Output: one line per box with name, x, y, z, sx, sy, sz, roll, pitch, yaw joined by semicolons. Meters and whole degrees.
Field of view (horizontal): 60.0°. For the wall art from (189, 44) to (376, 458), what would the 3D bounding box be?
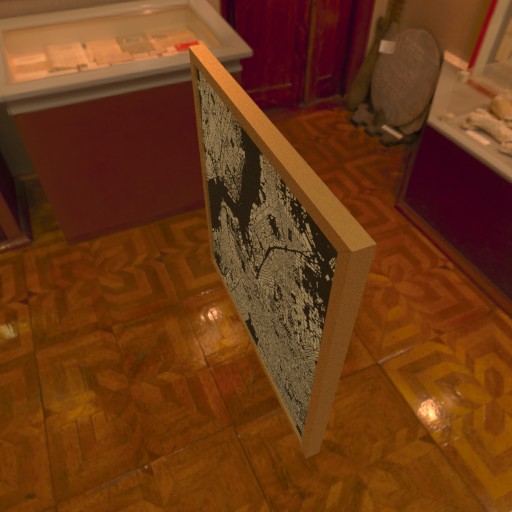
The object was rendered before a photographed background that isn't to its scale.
wall art;0.000;0.000;2.829;0.099;1.926;1.926;-17;48;-16
